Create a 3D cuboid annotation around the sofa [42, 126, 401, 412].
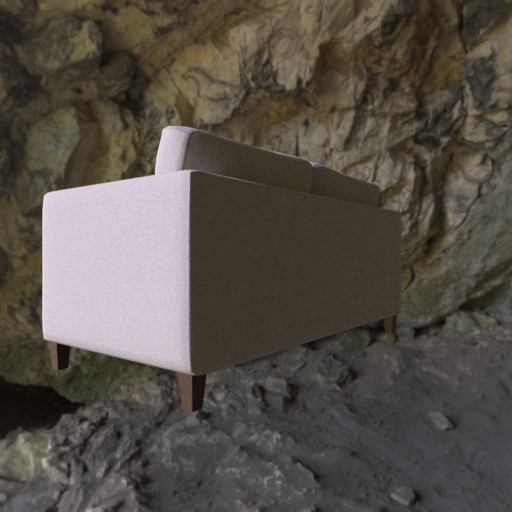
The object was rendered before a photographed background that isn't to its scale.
[{"bbox_3d":[0.000,0.000,2.170,0.873,0.888,1.722,0,1,37],"label":"sofa"}]
